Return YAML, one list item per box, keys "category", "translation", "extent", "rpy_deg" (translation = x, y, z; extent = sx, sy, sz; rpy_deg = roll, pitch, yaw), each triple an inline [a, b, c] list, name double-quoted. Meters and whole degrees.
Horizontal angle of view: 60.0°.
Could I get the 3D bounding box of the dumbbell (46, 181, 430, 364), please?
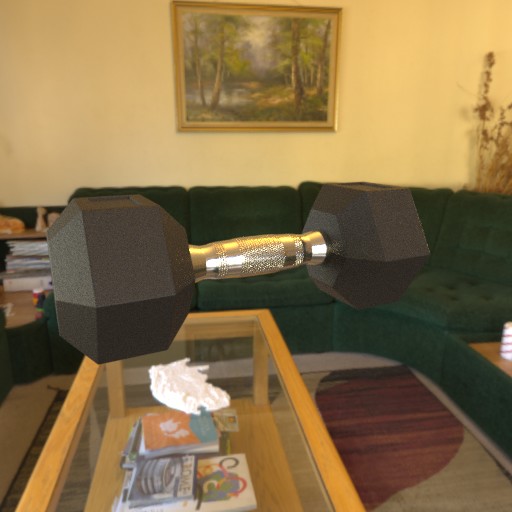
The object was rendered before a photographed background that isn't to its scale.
- category: "dumbbell"
  translation: [0.000, 0.000, 0.354]
  extent: [0.297, 0.101, 0.116]
  rpy_deg: [-7, 17, -25]
